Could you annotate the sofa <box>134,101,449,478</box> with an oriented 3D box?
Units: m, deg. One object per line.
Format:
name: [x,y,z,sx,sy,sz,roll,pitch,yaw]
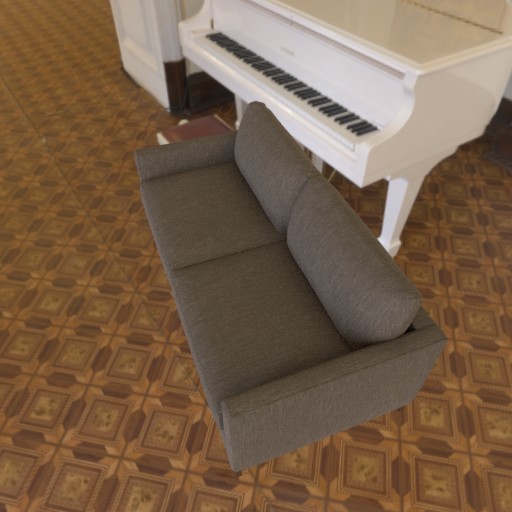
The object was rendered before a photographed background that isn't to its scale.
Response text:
sofa: [0.000,0.000,2.169,0.875,0.840,1.682,-15,48,-15]
